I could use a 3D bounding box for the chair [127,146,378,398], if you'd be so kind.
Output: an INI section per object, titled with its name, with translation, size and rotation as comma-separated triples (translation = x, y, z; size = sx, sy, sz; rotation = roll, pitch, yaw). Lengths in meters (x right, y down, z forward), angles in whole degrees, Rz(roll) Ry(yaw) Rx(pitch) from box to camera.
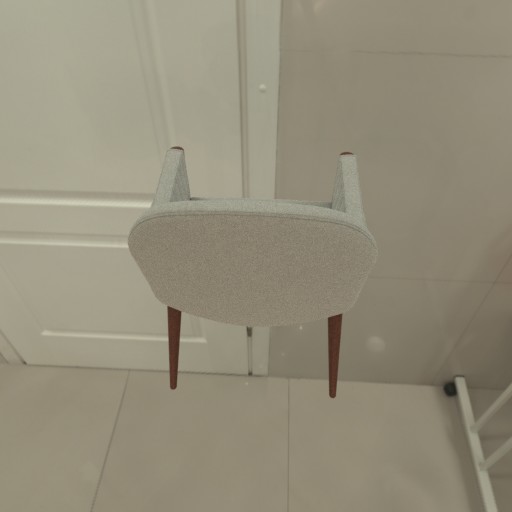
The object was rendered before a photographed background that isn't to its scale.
[chair]
translation = 0.000, 0.000, 1.314
size = 0.610, 0.889, 0.620
rotation = 2, 47, 2
